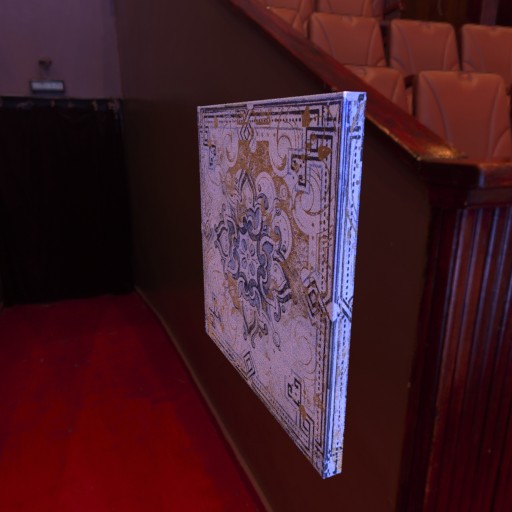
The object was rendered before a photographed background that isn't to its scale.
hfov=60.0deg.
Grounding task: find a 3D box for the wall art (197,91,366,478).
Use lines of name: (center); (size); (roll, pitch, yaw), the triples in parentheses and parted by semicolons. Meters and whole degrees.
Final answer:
wall art: (0.000, 0.000, 0.922); (0.036, 0.607, 0.609); (-8, 18, -24)
